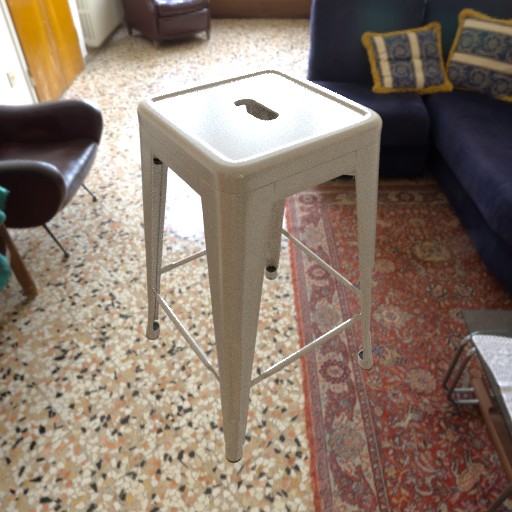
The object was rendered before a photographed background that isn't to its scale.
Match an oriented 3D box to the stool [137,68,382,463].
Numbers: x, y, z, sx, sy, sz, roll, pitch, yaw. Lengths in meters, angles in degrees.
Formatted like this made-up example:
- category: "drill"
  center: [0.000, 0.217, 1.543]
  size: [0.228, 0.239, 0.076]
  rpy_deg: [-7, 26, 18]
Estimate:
- category: "stool"
  center: [0.000, 0.000, 0.884]
  size: [0.406, 0.610, 0.406]
  rpy_deg: [-25, 47, -26]
